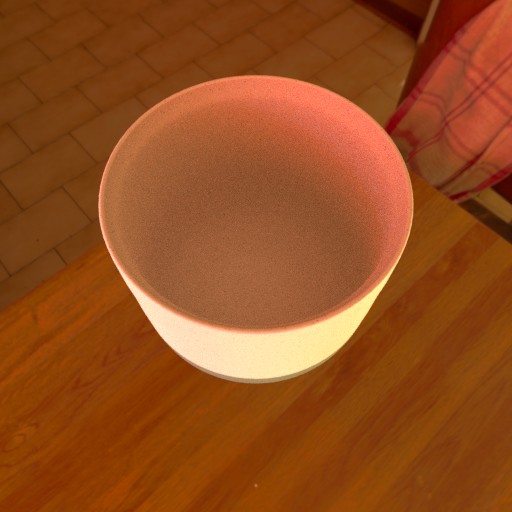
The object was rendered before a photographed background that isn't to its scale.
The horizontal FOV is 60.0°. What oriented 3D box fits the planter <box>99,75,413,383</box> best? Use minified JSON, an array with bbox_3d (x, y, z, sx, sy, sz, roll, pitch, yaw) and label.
[{"bbox_3d":[0.000,0.000,0.497,0.268,0.270,0.268,0,63,0],"label":"planter"}]
